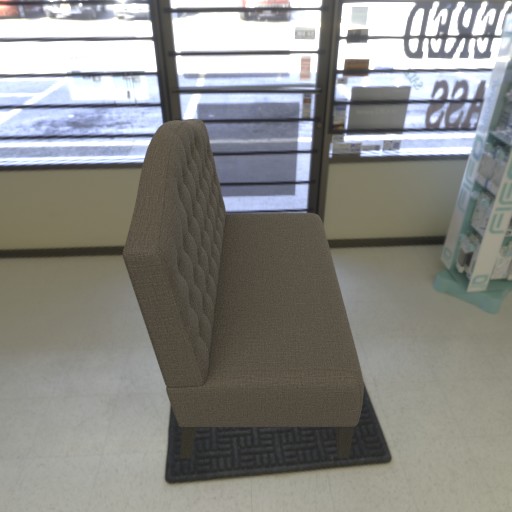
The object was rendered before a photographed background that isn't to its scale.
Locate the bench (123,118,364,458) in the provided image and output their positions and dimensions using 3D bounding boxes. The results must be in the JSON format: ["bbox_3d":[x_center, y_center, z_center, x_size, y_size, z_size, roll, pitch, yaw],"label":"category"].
[{"bbox_3d":[0.000,0.000,2.075,0.815,1.180,1.335,0,33,0],"label":"bench"}]
